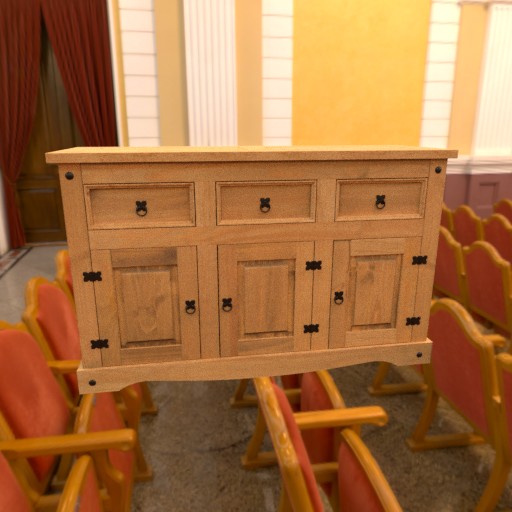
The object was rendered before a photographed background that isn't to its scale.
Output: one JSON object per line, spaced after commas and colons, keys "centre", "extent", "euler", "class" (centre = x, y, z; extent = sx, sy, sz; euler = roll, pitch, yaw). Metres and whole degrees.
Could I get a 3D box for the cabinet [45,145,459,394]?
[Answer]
{"centre": [0.000, 0.000, 1.716], "extent": [1.321, 0.810, 0.432], "euler": [-3, 16, -9], "class": "cabinet"}
